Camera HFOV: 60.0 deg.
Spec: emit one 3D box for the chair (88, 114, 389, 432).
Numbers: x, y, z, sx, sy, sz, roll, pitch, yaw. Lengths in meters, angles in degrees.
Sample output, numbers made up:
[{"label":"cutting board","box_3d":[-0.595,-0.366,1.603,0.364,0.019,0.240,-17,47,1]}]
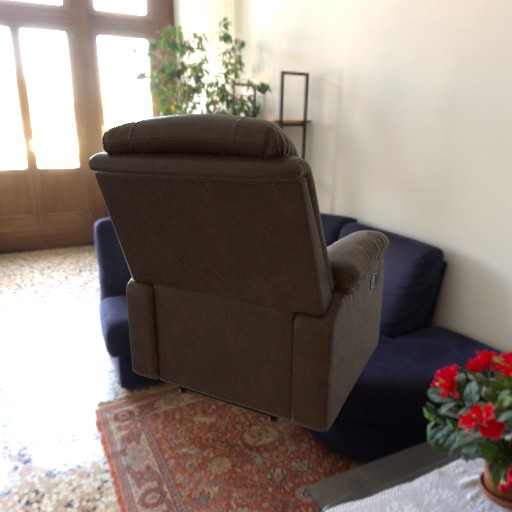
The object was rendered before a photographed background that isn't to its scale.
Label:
[{"label":"chair","box_3d":[0.000,0.000,1.670,0.855,0.992,0.919,8,17,27]}]
